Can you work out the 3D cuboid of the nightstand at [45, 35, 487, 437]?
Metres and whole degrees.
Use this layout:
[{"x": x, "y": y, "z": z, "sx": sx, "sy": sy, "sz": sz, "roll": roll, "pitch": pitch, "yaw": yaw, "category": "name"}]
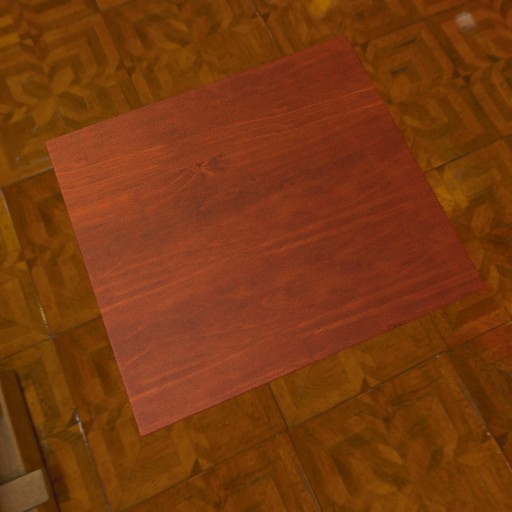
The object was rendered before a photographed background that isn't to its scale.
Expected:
[{"x": 0.000, "y": 0.000, "z": 0.977, "sx": 0.558, "sy": 0.558, "sz": 0.501, "roll": -22, "pitch": 76, "yaw": -6, "category": "nightstand"}]
